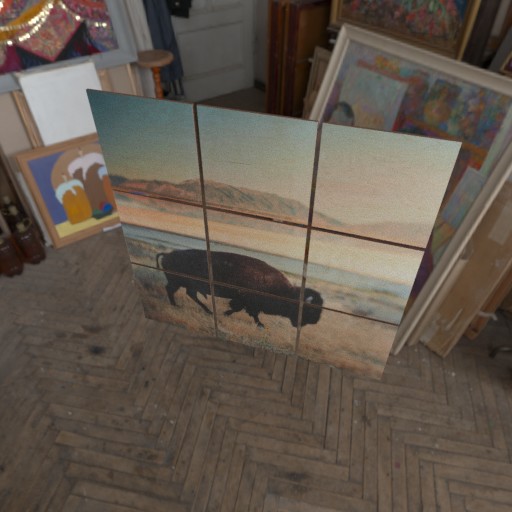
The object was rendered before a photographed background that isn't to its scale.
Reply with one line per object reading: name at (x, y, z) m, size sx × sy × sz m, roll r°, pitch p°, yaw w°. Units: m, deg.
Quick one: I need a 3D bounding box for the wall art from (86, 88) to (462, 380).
wall art at (0.000, 0.000, 2.260) m, size 1.533 × 1.532 × 0.019 m, roll 12°, pitch 44°, yaw 13°
